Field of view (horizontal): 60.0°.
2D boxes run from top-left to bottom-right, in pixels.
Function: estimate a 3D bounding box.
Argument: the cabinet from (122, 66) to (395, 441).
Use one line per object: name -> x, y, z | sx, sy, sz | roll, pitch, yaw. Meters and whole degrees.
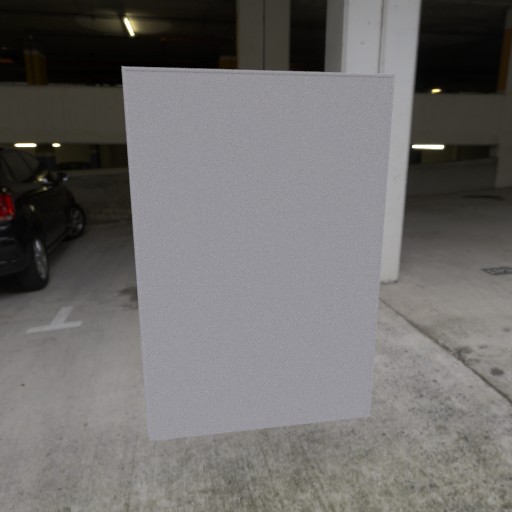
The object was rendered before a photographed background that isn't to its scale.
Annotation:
cabinet -> 0.000, 0.000, 2.538 | 1.290, 1.910, 0.510 | -3, 15, -10
